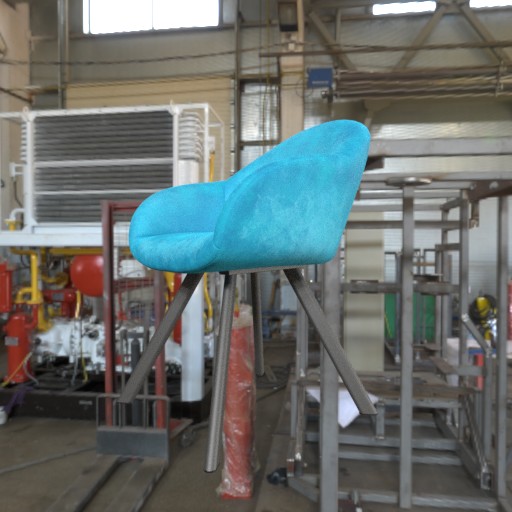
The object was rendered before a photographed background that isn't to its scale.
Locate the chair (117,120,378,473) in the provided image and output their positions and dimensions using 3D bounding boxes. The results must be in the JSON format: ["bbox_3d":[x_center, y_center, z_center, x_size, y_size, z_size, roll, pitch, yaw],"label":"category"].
[{"bbox_3d":[0.000,0.000,1.185,0.590,0.795,0.550,-1,1,-37],"label":"chair"}]
